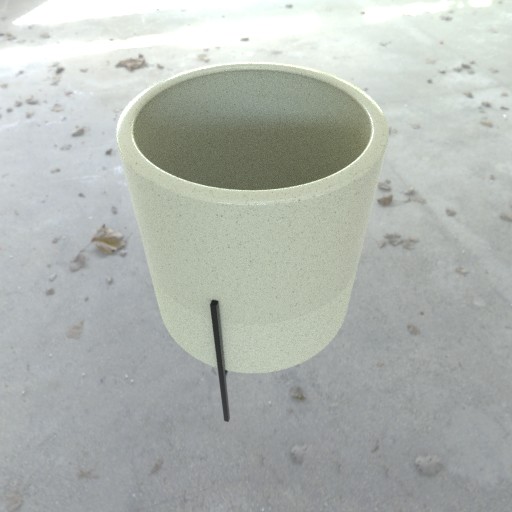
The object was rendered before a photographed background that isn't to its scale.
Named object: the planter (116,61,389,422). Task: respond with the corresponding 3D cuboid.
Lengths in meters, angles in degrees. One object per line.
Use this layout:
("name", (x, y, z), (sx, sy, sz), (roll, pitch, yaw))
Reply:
("planter", (0.000, 0.000, 0.689), (0.323, 0.475, 0.314), (-10, 47, -10))
